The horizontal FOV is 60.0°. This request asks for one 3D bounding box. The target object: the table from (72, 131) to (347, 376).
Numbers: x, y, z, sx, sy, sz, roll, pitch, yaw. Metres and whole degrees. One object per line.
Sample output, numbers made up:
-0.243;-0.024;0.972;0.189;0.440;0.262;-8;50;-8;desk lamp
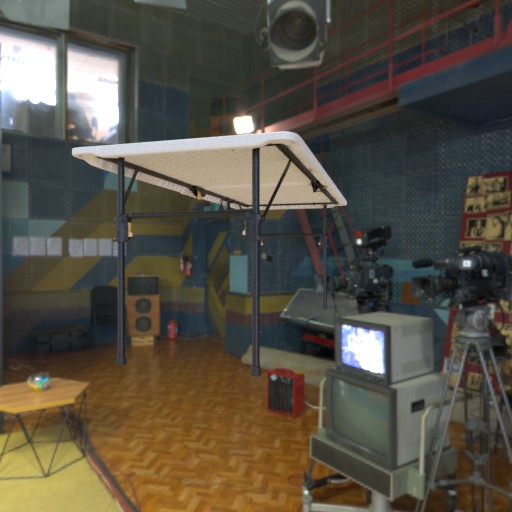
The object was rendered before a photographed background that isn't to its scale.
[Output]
0.000;0.000;2.218;0.761;0.719;1.829;0;0;16;table
